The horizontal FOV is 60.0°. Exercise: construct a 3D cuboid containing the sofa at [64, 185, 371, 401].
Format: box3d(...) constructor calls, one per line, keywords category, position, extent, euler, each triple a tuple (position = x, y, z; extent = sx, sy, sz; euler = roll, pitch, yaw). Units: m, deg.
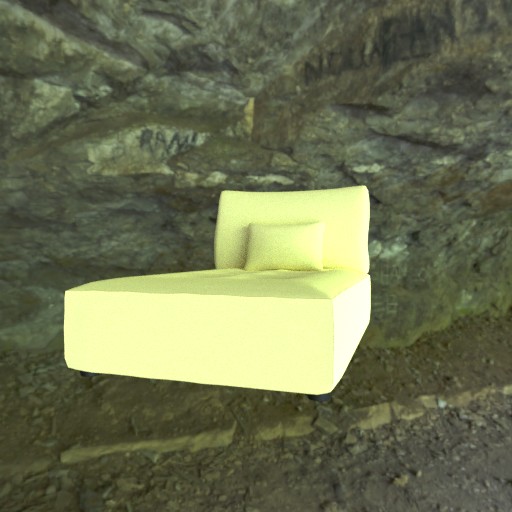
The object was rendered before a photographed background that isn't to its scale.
box3d(category="sofa", position=(0.000, 0.000, 2.038), extent=(0.930, 0.820, 1.450), euler=(0, 0, 18))
